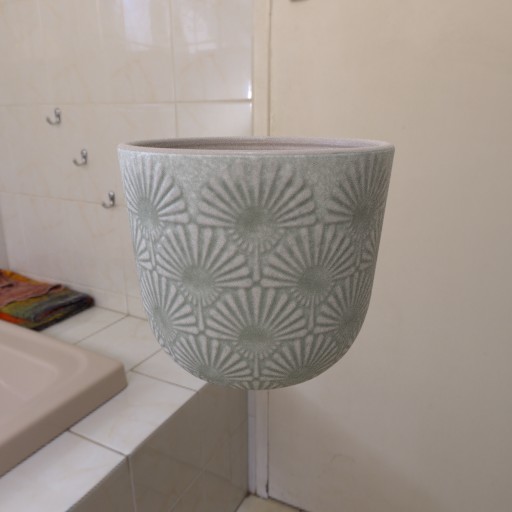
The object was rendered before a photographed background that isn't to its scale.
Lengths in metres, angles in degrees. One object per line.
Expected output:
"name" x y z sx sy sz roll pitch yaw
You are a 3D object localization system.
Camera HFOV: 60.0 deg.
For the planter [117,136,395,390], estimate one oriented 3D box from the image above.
"planter" 0.000 0.000 0.304 0.170 0.152 0.170 0 17 0
